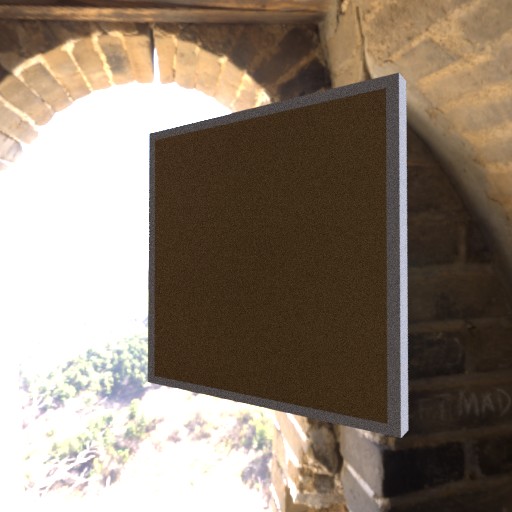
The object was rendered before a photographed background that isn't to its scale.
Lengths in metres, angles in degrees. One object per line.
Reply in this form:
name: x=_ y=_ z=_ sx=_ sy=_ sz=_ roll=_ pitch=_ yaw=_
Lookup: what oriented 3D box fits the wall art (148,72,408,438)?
wall art: x=0.000 y=0.000 z=0.773 sx=0.508 sy=0.507 sz=0.035 roll=-1 pitch=-1 yaw=34
